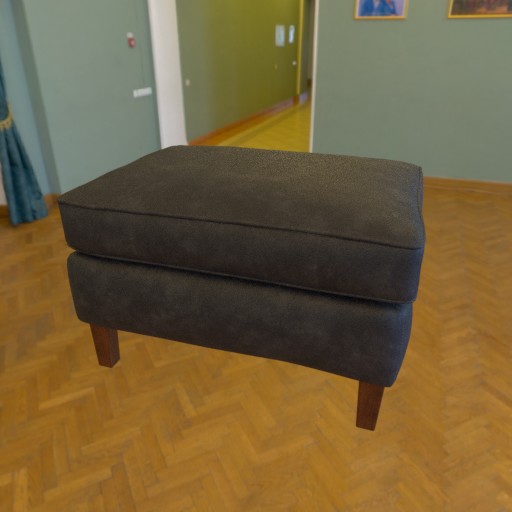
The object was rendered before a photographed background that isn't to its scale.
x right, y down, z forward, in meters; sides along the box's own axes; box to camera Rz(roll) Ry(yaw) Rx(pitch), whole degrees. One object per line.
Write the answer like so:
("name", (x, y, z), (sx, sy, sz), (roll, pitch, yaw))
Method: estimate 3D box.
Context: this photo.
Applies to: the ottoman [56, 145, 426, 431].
("ottoman", (0.000, 0.000, 0.983), (0.665, 0.413, 0.501), (8, 28, 16))
